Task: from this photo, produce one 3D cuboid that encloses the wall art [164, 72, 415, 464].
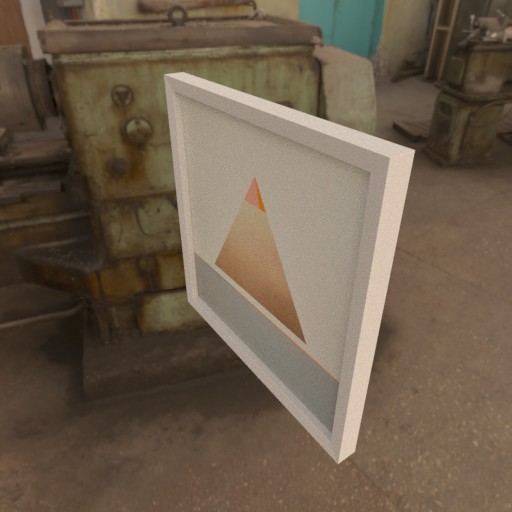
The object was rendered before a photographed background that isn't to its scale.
[{"bbox_3d":[0.000,0.000,1.912,0.098,1.291,1.289,-21,38,-29],"label":"wall art"}]
